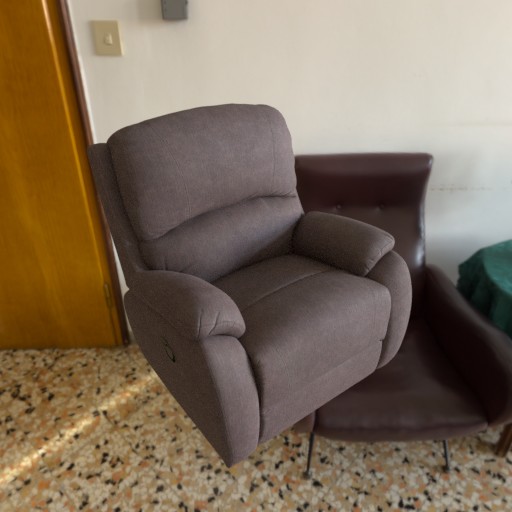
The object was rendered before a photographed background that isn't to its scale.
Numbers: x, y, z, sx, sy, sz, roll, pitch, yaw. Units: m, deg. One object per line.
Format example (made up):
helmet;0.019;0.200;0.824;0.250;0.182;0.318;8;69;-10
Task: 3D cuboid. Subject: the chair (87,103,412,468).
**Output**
chair;0.000;0.000;1.709;0.930;1.011;0.899;-21;36;-32
